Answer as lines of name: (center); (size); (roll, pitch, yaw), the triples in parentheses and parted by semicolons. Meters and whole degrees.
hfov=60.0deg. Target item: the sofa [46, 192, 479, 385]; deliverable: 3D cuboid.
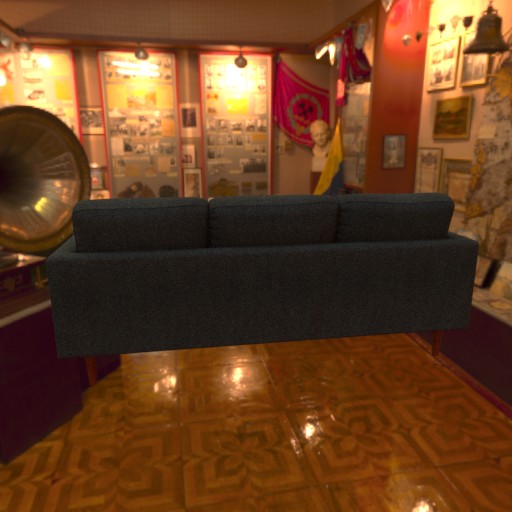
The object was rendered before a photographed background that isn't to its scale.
sofa: (0.000, 0.000, 2.985); (2.233, 0.956, 1.504); (-2, 15, -9)
